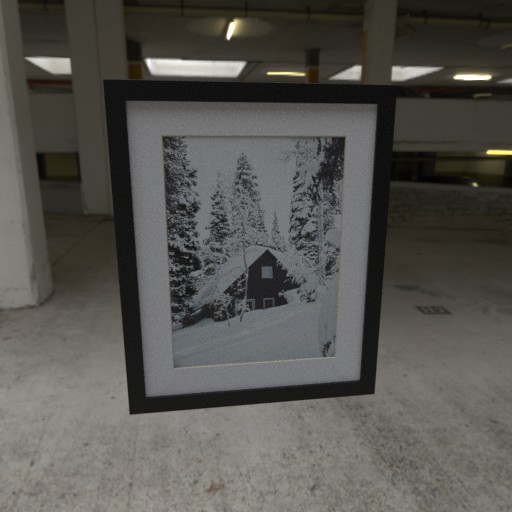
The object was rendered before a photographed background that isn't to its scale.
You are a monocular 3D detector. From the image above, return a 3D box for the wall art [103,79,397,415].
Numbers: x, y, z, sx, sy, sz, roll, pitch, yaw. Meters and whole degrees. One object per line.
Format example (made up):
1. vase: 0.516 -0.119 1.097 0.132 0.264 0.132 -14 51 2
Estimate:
1. wall art: 0.000 0.000 0.542 0.325 0.397 0.018 -2 14 -8
